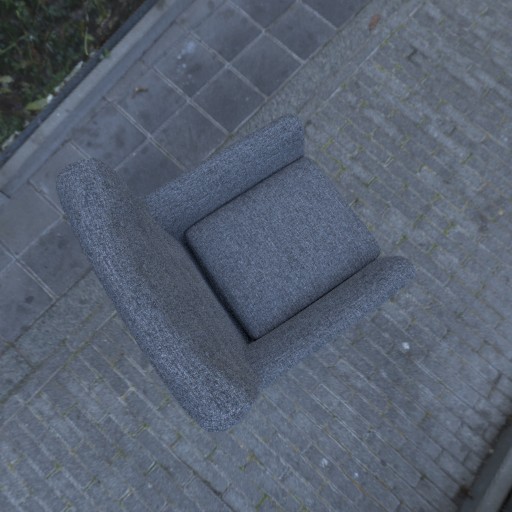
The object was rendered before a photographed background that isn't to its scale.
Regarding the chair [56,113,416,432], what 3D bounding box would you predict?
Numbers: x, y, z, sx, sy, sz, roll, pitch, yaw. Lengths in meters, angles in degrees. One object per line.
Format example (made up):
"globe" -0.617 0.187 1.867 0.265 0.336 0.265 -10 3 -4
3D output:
"chair" 0.000 0.000 1.740 0.940 1.039 0.889 -33 78 -8
